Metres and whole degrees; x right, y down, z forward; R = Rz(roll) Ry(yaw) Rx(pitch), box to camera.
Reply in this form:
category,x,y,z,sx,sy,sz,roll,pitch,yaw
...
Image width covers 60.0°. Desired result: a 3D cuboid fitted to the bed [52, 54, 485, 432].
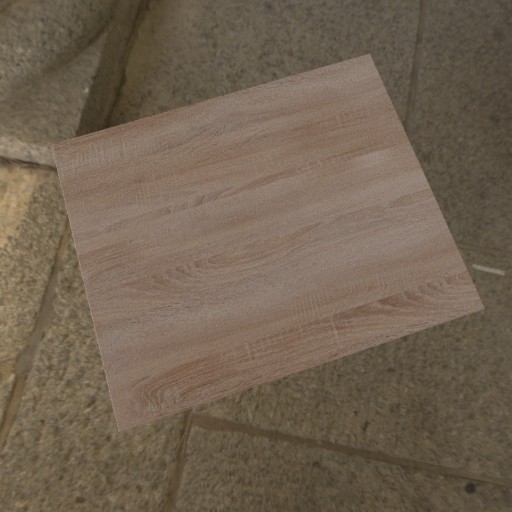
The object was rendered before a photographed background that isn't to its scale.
category,x,y,z,sx,sy,sz,roll,pitch,yaw
bed,0.000,0.000,0.774,0.460,0.420,0.401,-18,77,-4
